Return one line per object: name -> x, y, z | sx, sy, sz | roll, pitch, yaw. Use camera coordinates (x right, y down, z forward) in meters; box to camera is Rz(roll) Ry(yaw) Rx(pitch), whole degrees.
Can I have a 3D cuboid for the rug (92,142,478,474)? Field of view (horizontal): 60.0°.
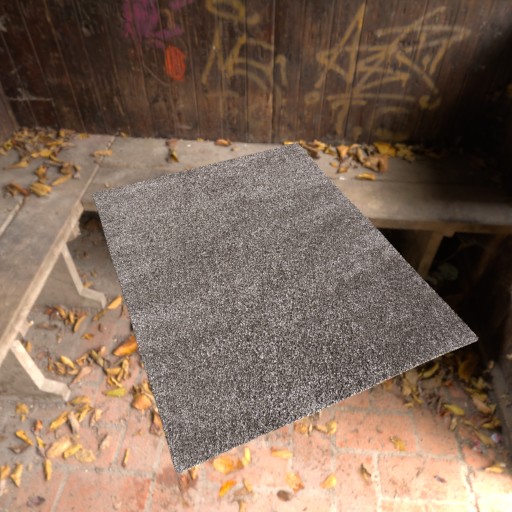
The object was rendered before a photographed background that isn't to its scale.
rug -> 0.000, 0.000, 4.003 | 2.401, 0.025, 3.000 | -18, 49, -16
